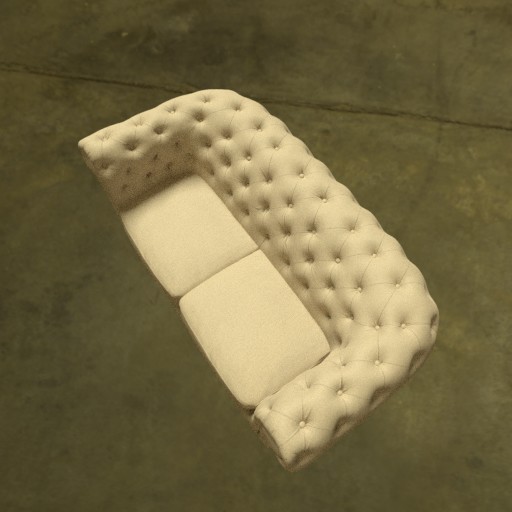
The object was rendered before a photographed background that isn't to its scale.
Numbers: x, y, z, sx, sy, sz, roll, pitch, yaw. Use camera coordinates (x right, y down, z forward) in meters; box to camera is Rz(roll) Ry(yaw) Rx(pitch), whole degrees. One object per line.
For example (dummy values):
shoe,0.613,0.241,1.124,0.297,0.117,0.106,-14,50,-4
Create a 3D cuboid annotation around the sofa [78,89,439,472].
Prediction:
sofa,0.000,0.000,2.465,1.069,0.835,1.988,-31,67,-15
